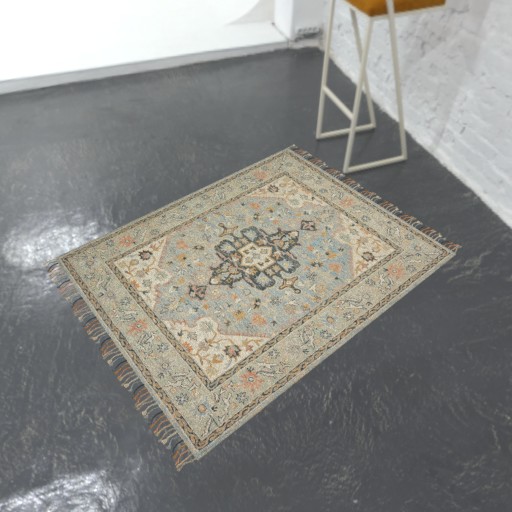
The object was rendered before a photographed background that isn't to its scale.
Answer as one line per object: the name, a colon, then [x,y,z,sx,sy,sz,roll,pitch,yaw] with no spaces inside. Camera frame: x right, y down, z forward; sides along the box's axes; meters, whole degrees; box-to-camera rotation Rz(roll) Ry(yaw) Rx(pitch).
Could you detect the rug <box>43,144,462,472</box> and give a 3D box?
rug: [0.000,0.000,4.182,3.221,0.011,2.379,-31,53,-26]
